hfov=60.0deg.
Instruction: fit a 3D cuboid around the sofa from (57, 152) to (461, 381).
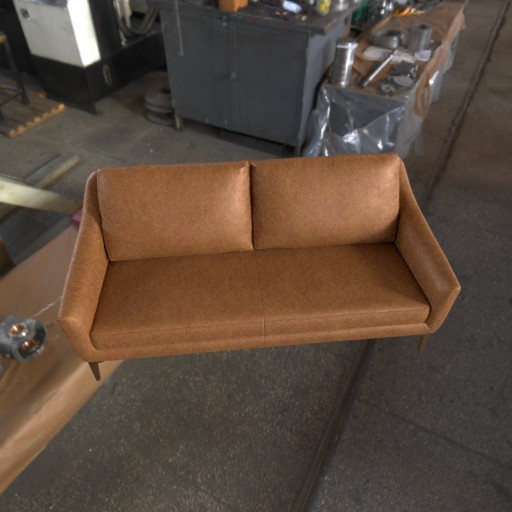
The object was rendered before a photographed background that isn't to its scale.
[{"bbox_3d":[0.000,0.000,2.618,2.036,0.945,0.981,-4,44,-4],"label":"sofa"}]
